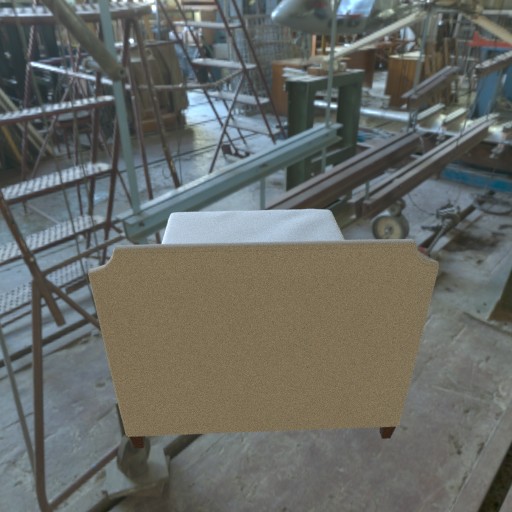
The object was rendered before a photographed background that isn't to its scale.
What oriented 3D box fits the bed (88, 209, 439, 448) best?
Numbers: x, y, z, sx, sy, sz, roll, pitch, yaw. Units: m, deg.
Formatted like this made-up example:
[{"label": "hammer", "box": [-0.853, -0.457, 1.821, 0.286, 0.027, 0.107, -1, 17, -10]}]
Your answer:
[{"label": "bed", "box": [0.000, 0.000, 3.429, 1.713, 1.443, 2.372, -1, 30, -2]}]
